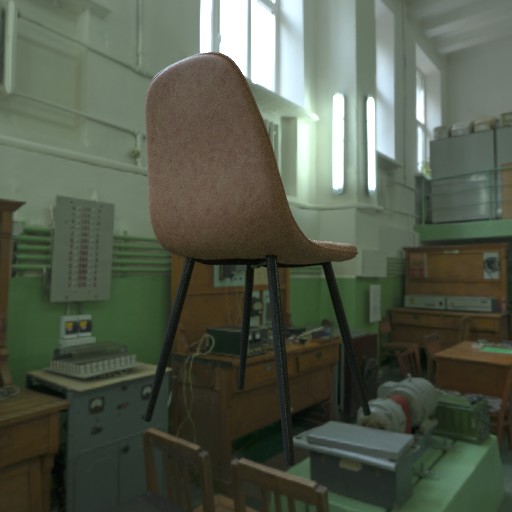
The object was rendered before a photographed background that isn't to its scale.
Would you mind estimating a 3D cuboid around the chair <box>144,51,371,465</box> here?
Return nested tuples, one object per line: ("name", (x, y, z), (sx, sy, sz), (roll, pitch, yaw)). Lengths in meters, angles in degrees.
("chair", (0.000, 0.000, 1.217), (0.472, 0.889, 0.561), (-1, -2, 37))
